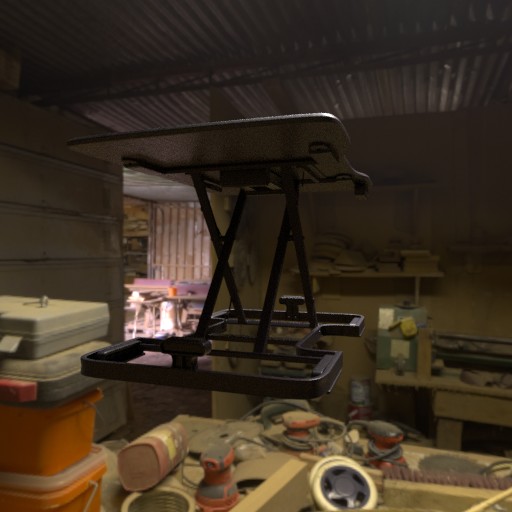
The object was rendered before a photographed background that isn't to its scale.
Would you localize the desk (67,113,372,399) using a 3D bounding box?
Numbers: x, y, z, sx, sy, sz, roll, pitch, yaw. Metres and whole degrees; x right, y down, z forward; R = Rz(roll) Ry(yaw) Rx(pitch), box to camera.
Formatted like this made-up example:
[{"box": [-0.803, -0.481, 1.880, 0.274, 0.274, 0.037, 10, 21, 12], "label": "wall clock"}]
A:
[{"box": [0.000, 0.000, 1.167, 0.546, 0.470, 0.820, 0, 1, 19], "label": "desk"}]
